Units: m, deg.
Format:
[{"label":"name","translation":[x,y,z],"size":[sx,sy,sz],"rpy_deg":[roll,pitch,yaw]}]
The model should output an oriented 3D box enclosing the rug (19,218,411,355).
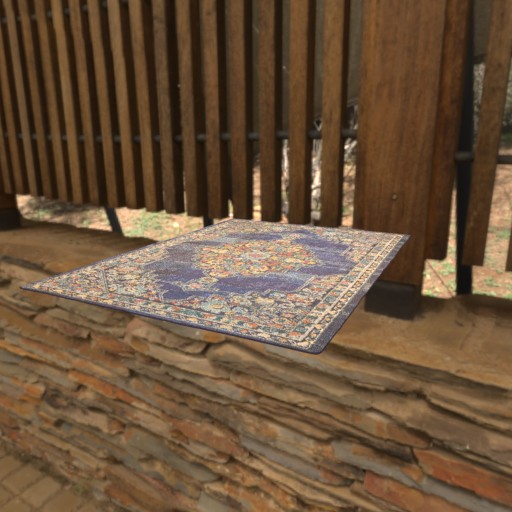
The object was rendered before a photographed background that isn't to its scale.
[{"label":"rug","translation":[0.000,0.000,2.890],"size":[1.630,0.009,2.232],"rpy_deg":[7,17,26]}]
